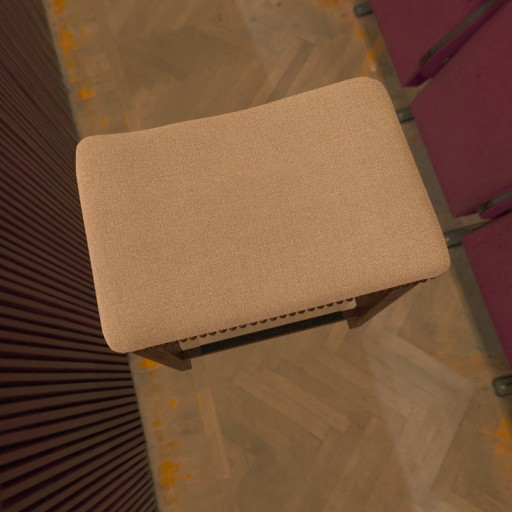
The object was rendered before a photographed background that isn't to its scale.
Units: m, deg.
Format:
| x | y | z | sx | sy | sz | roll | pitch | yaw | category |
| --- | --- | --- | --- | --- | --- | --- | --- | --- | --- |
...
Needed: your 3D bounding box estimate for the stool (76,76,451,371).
| x | y | z | sx | sy | sz | roll | pitch | yaw | category |
| --- | --- | --- | --- | --- | --- | --- | --- | --- | --- |
| 0.000 | 0.000 | 0.945 | 0.509 | 0.669 | 0.363 | -13 | 75 | -4 | stool |
